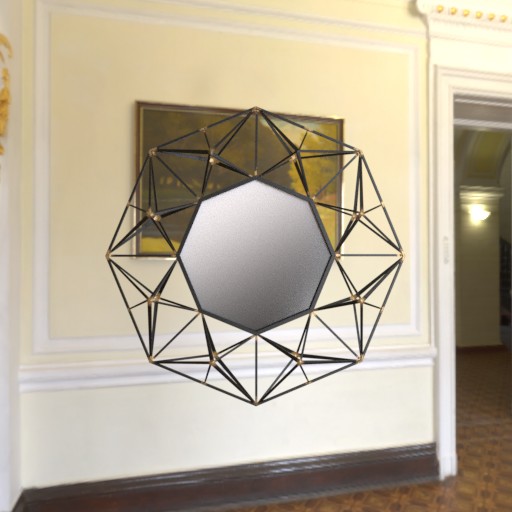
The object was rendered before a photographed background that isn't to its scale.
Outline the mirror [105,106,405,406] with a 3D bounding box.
[{"bbox_3d":[0.000,0.000,1.052,0.710,0.710,0.094,0,0,-1],"label":"mirror"}]
